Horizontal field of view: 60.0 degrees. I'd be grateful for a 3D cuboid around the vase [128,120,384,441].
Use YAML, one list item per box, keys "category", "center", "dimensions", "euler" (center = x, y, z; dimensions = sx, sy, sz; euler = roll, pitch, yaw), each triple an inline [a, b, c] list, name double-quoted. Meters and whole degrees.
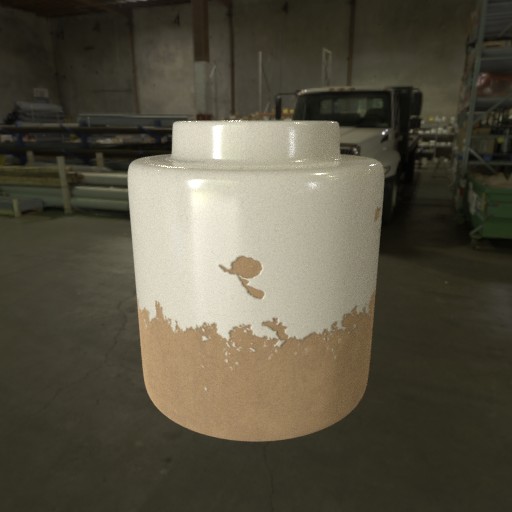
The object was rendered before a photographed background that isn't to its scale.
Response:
- category: "vase"
  center: [0.000, 0.000, 0.288]
  dimensions: [0.153, 0.167, 0.153]
  euler: [0, 16, 0]
